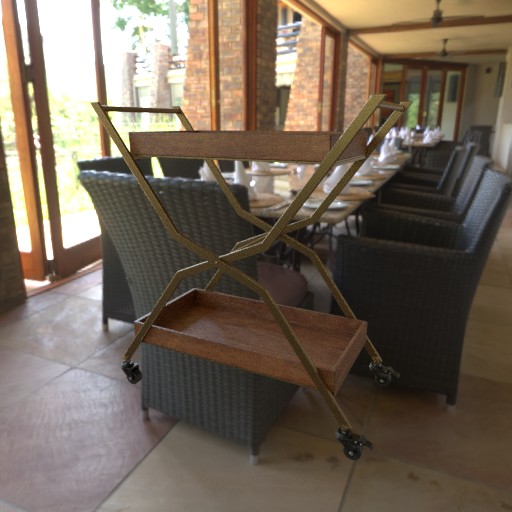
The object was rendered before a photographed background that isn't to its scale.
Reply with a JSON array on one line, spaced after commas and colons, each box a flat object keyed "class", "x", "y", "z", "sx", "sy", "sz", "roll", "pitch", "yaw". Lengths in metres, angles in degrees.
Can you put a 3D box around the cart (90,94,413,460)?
[{"class": "cart", "x": 0.000, "y": 0.000, "z": 1.320, "sx": 0.836, "sy": 0.869, "sz": 0.405, "roll": 8, "pitch": 19, "yaw": 26}]
